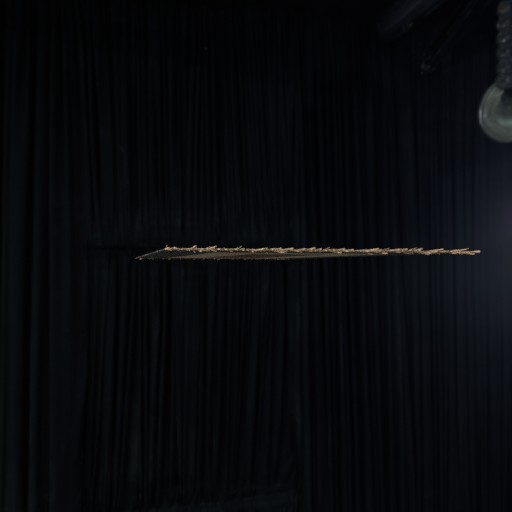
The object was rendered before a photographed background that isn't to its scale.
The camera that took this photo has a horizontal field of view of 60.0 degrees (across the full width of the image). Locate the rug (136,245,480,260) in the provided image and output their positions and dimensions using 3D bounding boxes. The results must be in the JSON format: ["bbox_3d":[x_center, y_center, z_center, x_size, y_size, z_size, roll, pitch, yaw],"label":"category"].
[{"bbox_3d":[0.000,0.000,2.508,1.224,0.027,2.021,0,-1,-18],"label":"rug"}]
